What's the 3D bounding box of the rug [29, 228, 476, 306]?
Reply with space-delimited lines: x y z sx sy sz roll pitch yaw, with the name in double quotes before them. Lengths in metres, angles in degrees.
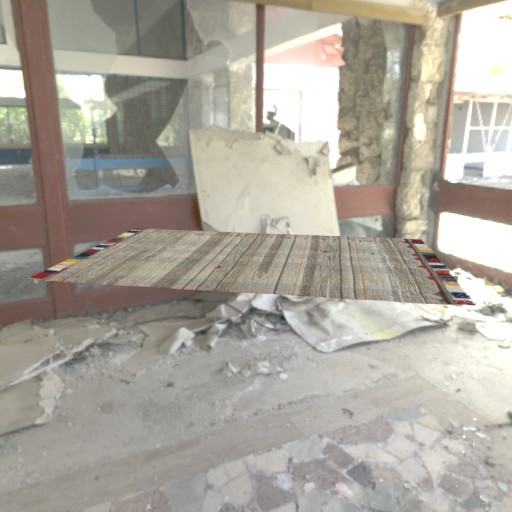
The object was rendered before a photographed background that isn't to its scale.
"rug" 0.000 0.000 3.044 2.465 0.012 1.465 3 16 10
